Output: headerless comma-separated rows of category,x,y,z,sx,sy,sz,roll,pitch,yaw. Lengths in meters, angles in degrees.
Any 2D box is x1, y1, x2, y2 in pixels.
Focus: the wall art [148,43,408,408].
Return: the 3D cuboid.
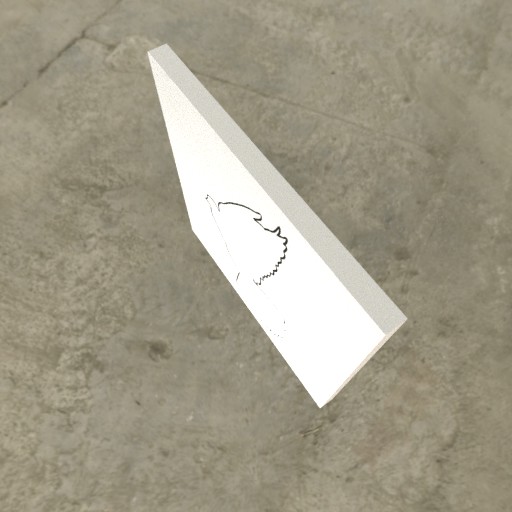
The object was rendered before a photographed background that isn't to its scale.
wall art,0.000,0.000,0.929,0.038,0.610,0.610,-31,67,-15
